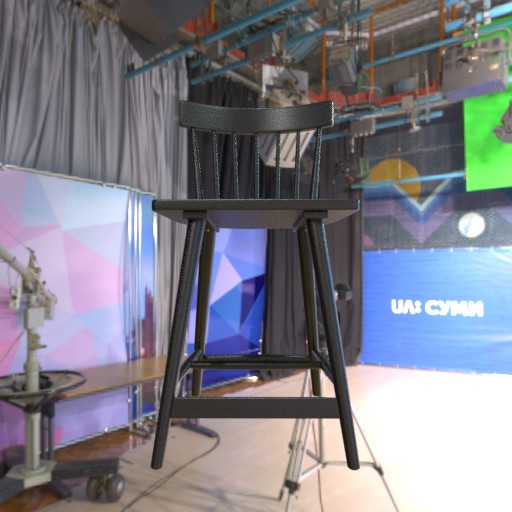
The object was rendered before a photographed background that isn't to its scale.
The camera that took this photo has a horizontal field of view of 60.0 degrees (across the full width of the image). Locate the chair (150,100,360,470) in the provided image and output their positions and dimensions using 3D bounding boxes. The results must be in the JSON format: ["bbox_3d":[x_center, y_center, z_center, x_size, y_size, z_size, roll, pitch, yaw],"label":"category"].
[{"bbox_3d":[0.000,0.000,1.261,0.483,0.952,0.572,0,-1,0],"label":"chair"}]
